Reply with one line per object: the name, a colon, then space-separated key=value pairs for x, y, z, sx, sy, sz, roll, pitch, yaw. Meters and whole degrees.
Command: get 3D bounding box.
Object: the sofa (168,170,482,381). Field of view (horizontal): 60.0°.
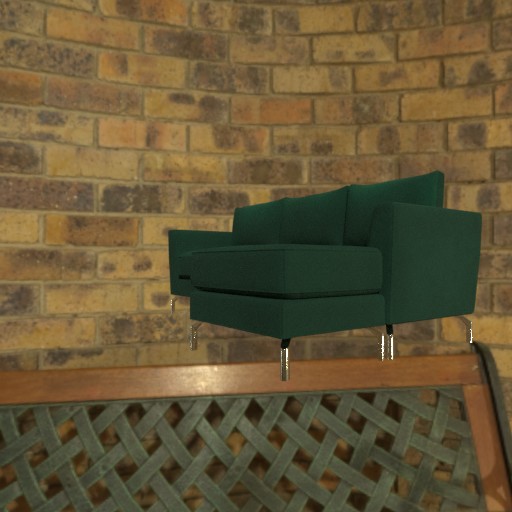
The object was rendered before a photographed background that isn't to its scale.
sofa: x=0.000 y=0.000 z=3.105 sx=1.489 sy=1.007 sz=2.441 roll=0 pitch=-1 yaw=-36
